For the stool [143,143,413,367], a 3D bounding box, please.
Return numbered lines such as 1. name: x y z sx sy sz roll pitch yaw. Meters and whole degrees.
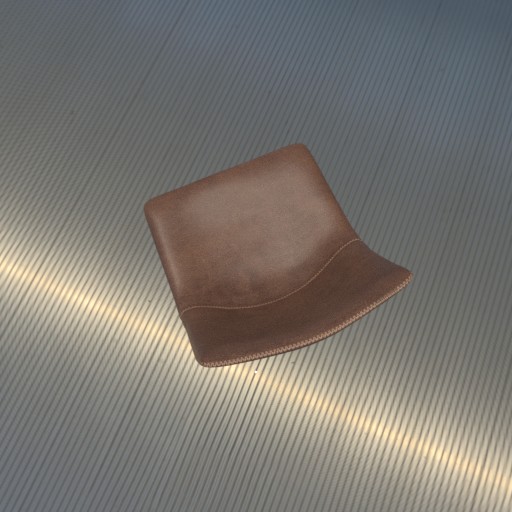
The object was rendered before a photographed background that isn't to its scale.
1. stool: 0.000 0.000 1.194 0.460 0.890 0.550 -22 76 -6
